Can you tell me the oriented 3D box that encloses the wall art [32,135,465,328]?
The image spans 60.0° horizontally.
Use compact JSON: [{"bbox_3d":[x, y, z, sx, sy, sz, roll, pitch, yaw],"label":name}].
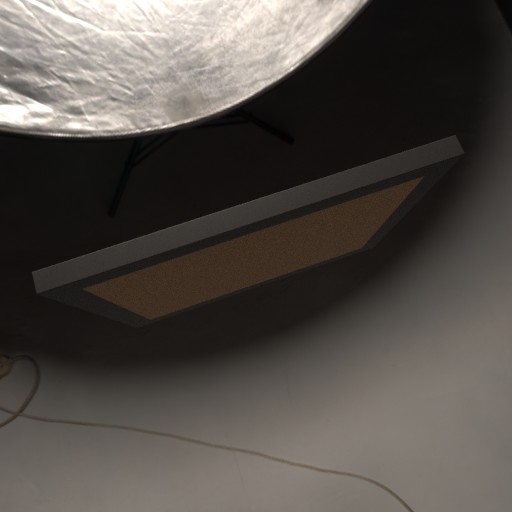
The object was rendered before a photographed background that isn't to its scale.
[{"bbox_3d":[0.000,0.000,0.775,0.561,0.460,0.028,-18,77,-5],"label":"wall art"}]
